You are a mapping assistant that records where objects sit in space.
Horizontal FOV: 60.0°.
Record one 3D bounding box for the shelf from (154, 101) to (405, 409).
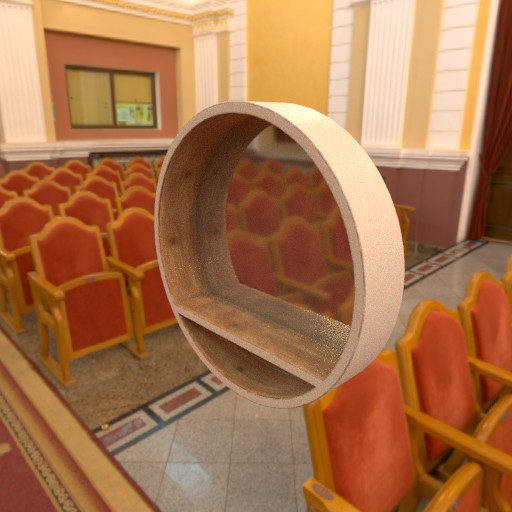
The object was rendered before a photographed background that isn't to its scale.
[{"bbox_3d":[0.000,0.000,1.227,0.158,0.807,0.806,-15,23,-41],"label":"shelf"}]
